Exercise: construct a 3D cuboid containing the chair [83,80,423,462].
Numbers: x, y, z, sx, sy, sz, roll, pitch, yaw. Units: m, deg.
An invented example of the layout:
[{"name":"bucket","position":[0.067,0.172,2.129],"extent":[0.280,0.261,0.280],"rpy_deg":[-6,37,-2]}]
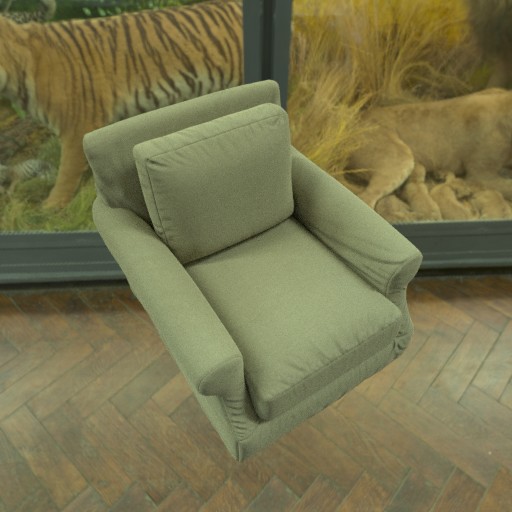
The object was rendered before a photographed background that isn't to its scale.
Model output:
[{"name":"chair","position":[0.000,0.000,1.712],"extent":[0.940,0.866,1.066],"rpy_deg":[-25,52,-22]}]
